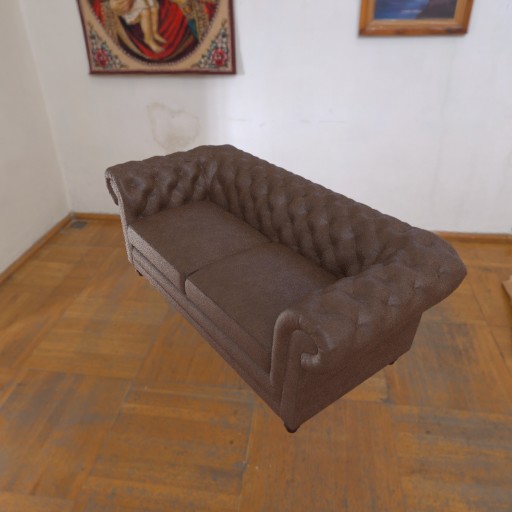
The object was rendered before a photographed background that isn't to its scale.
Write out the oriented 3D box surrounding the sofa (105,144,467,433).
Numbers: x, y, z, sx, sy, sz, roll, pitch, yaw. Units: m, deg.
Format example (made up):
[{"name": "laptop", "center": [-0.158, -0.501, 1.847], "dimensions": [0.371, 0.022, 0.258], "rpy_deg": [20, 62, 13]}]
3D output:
[{"name": "sofa", "center": [0.000, 0.000, 2.542], "dimensions": [0.955, 0.784, 2.048], "rpy_deg": [-22, 38, -31]}]
